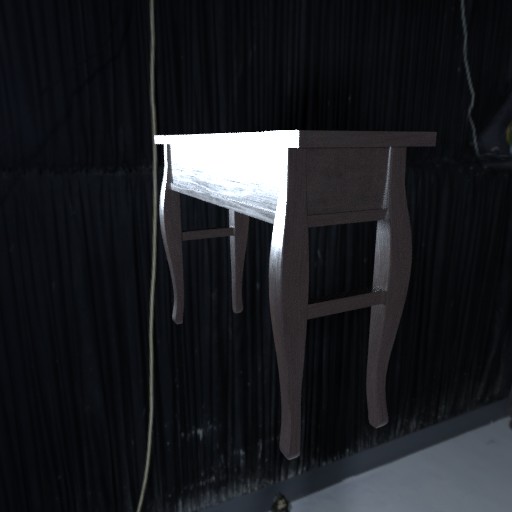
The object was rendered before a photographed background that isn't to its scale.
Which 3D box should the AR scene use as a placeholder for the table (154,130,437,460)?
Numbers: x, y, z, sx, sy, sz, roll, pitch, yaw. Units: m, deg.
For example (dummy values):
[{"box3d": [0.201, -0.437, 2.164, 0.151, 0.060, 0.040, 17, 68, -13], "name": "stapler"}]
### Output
[{"box3d": [0.000, 0.000, 1.451, 0.373, 0.768, 1.062, -7, 16, -26], "name": "table"}]
